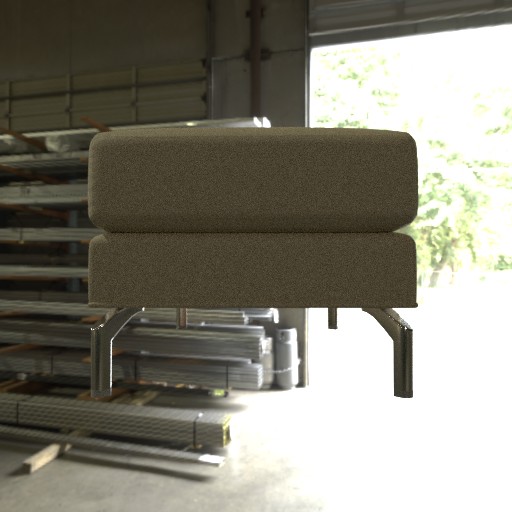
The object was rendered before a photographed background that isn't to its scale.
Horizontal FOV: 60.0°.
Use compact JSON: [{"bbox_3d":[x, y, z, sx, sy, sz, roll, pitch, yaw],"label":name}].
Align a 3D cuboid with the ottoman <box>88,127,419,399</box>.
[{"bbox_3d":[0.000,0.000,1.161,0.581,0.497,0.835,0,-1,1],"label":"ottoman"}]
